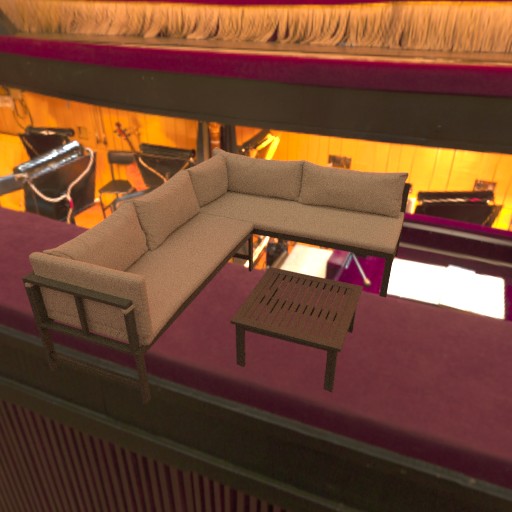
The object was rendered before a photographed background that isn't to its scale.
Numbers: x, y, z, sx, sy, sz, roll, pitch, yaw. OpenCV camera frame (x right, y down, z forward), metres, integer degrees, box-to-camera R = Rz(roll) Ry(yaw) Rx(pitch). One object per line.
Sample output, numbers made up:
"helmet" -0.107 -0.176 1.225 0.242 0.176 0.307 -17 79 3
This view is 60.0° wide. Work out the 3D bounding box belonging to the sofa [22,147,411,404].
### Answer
"sofa" 0.000 0.000 2.881 1.658 0.758 2.096 12 32 19
